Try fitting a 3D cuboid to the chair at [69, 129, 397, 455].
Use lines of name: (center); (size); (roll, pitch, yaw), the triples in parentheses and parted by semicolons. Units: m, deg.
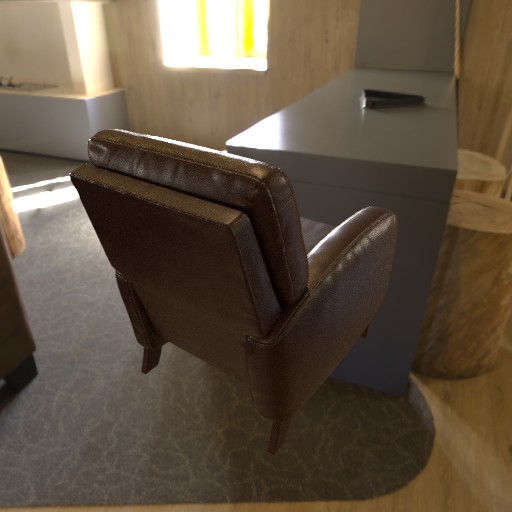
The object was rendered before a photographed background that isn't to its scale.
chair: (0.000, 0.000, 1.639); (0.762, 0.990, 0.990); (20, 35, 31)
